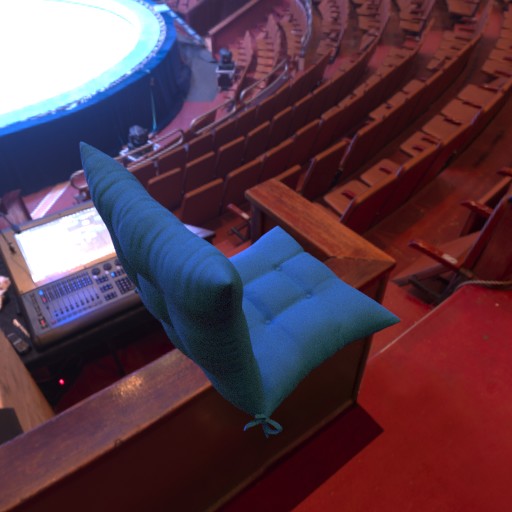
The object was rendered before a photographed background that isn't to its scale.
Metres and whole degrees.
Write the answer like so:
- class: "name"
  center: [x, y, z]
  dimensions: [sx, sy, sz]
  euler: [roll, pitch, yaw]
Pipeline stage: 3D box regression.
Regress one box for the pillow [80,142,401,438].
- class: "pillow"
  center: [0.000, 0.000, 1.028]
  dimensions: [0.585, 0.536, 0.541]
  euler: [-28, 49, -27]
